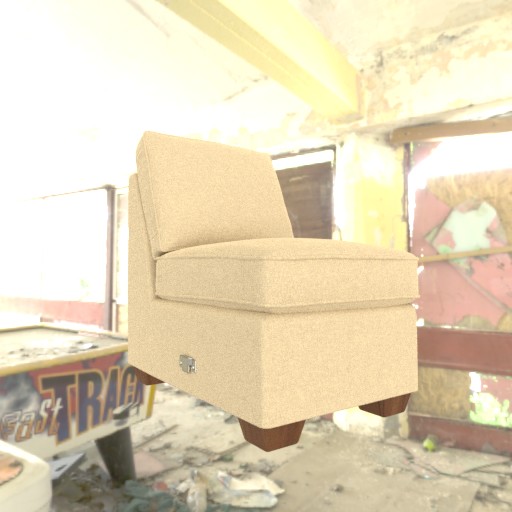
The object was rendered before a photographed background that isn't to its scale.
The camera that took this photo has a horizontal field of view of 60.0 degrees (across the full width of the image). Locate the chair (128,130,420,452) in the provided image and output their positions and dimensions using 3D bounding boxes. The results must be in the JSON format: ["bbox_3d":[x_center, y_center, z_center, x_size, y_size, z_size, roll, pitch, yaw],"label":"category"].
[{"bbox_3d":[0.000,0.000,1.563,0.621,0.970,0.938,1,-2,-35],"label":"chair"}]
